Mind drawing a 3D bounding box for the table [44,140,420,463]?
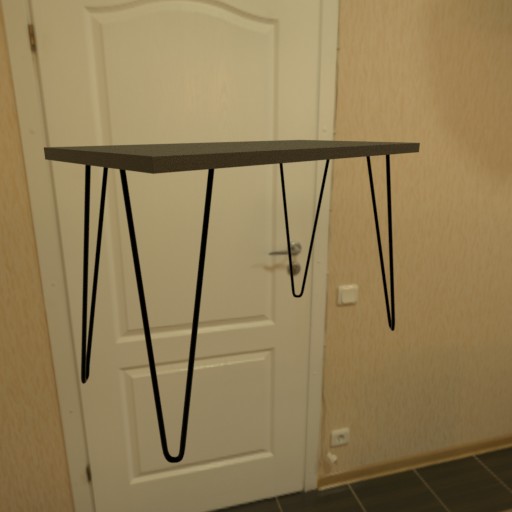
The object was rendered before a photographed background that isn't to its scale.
[{"bbox_3d":[0.000,0.000,1.357,0.991,0.660,0.499,-15,22,-42],"label":"table"}]
